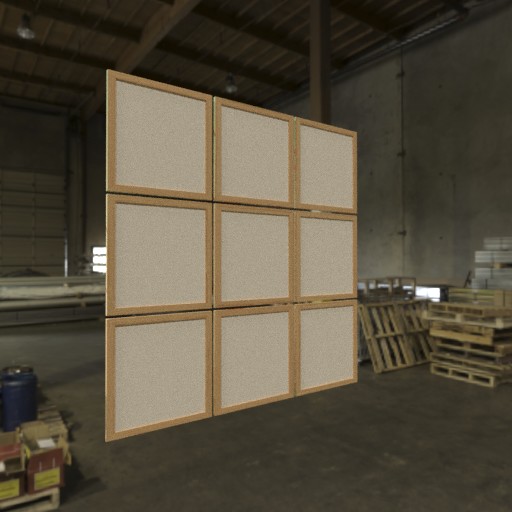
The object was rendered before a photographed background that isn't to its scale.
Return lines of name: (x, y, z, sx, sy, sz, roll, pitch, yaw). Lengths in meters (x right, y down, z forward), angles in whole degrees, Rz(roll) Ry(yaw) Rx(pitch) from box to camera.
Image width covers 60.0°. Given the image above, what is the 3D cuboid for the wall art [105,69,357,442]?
wall art: (0.000, 0.000, 1.812, 1.214, 1.219, 0.013, 0, -1, -36)
